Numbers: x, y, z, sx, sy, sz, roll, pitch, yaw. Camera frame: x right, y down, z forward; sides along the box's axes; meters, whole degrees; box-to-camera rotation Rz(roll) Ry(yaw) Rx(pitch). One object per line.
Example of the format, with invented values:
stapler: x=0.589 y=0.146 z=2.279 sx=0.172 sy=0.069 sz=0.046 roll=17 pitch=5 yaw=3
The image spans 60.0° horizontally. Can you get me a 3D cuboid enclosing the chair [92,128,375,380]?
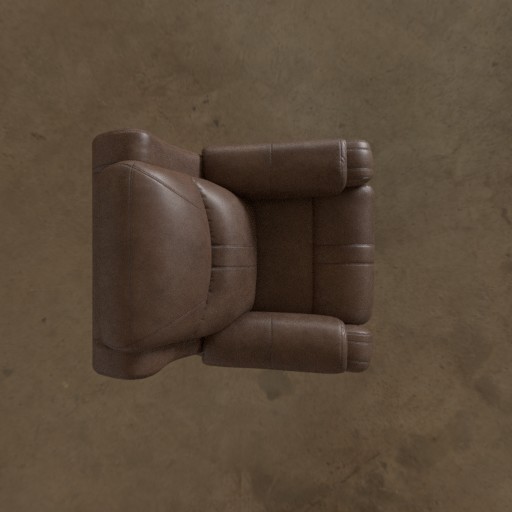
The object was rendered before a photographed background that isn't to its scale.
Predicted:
chair: x=0.000 y=0.000 z=1.778 sx=1.067 sy=0.990 sz=0.940 roll=0 pitch=90 yaw=-1
